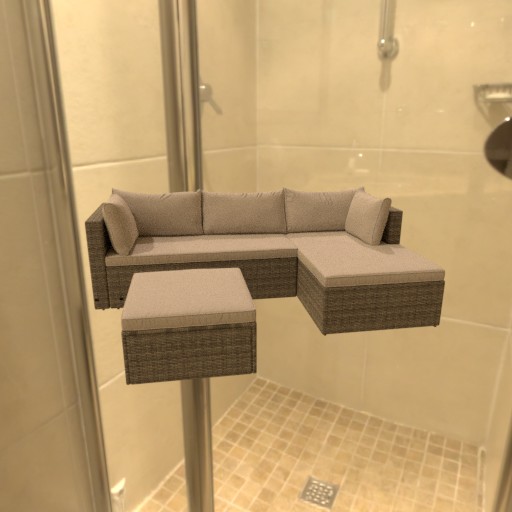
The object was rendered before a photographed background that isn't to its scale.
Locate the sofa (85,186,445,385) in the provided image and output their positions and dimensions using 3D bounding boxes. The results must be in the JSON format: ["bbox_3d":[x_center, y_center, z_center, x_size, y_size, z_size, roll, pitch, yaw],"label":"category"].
[{"bbox_3d":[0.000,0.000,2.964,2.192,0.766,1.662,-3,17,-9],"label":"sofa"}]
